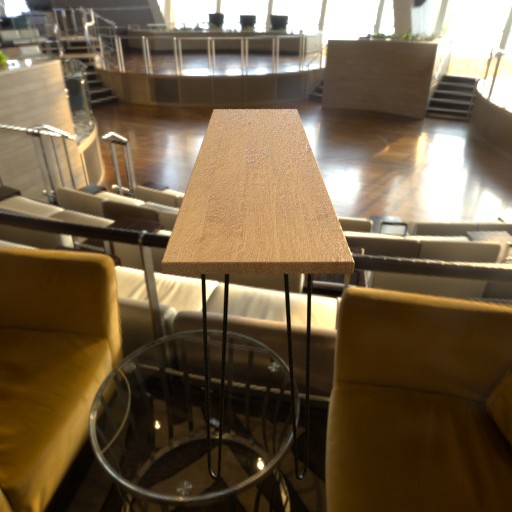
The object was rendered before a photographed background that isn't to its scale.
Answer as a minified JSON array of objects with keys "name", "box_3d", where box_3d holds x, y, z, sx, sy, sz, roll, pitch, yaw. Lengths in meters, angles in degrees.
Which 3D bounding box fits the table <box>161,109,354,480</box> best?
[{"name":"table","box_3d":[0.000,0.000,1.717,0.399,0.799,1.400,0,31,0]}]
